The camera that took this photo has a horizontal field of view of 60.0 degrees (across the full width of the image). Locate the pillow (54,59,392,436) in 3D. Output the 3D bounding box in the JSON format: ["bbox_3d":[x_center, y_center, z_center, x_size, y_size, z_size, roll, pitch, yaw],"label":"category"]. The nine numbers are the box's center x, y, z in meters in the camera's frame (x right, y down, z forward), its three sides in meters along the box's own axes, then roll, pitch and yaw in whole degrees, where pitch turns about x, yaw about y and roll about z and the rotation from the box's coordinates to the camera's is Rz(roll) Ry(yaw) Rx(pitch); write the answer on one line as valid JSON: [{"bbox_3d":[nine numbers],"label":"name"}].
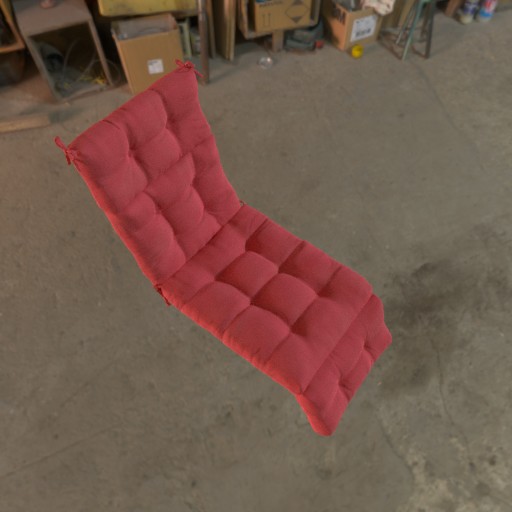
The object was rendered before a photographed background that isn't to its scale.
[{"bbox_3d":[0.000,0.000,1.484,1.016,0.863,0.526,33,62,20],"label":"pillow"}]
